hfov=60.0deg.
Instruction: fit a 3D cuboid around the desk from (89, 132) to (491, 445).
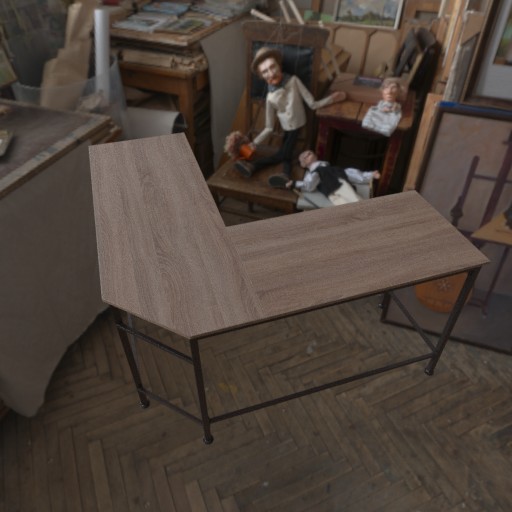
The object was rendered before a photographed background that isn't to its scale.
[{"bbox_3d":[0.000,0.000,2.216,1.379,0.739,1.379,-12,43,-13],"label":"desk"}]
